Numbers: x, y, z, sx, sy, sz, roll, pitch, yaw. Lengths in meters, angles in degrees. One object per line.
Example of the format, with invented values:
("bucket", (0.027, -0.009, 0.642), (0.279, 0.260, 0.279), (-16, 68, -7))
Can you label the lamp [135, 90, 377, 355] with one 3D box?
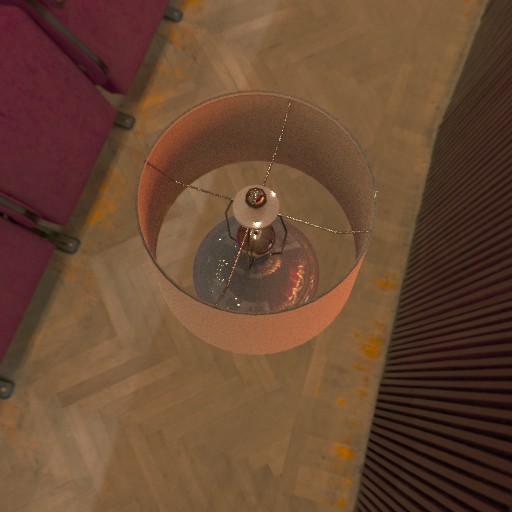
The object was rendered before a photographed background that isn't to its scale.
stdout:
("lamp", (0.000, 0.000, 0.560), (0.247, 0.387, 0.247), (0, 74, 0))
